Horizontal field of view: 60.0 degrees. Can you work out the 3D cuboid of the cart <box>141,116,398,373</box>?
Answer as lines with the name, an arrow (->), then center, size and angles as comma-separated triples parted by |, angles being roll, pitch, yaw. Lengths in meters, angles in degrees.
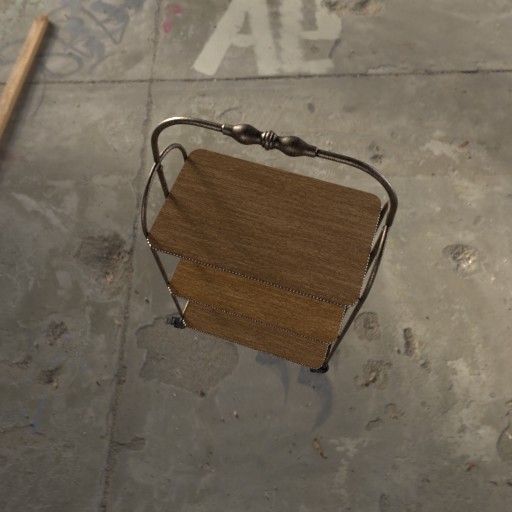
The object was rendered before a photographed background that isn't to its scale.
cart -> 0.000, 0.000, 1.315 | 0.650, 1.052, 0.330 | 16, 64, 8
